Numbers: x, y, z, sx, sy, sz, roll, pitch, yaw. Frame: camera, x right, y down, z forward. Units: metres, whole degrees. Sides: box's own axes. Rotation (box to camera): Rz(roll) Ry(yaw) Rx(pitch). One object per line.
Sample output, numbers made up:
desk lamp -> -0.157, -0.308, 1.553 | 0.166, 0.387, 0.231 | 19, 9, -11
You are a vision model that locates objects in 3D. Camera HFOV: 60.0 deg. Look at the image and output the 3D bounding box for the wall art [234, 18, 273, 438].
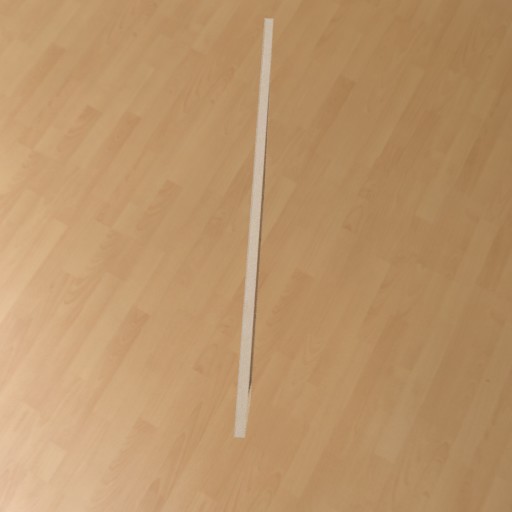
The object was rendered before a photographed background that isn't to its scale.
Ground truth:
wall art -> 0.000, 0.000, 0.875 | 0.013, 0.584, 0.584 | 4, 76, 1
